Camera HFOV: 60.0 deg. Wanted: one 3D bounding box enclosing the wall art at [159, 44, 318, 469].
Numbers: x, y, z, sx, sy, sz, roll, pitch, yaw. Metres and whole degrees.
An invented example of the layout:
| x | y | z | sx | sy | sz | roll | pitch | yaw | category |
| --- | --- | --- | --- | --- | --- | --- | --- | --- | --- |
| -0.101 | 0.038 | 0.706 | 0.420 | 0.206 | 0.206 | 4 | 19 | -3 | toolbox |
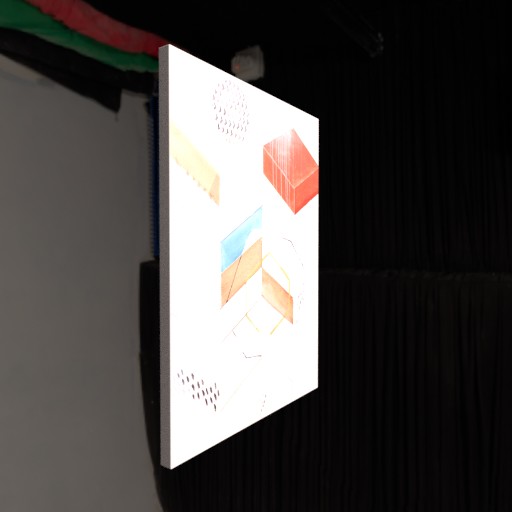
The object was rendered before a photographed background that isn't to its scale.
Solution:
| x | y | z | sx | sy | sz | roll | pitch | yaw | category |
| --- | --- | --- | --- | --- | --- | --- | --- | --- | --- |
| 0.000 | 0.000 | 1.655 | 0.046 | 1.221 | 0.914 | 1 | 2 | 35 | wall art |
